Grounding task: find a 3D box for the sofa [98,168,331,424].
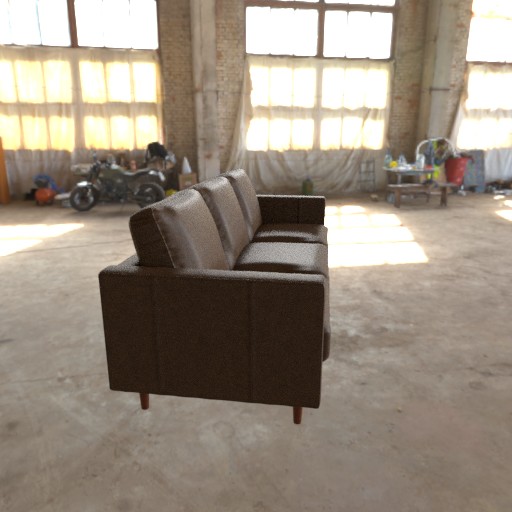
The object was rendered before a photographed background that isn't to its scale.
[{"bbox_3d":[0.000,0.000,2.763,0.903,0.930,2.231,2,16,8],"label":"sofa"}]
